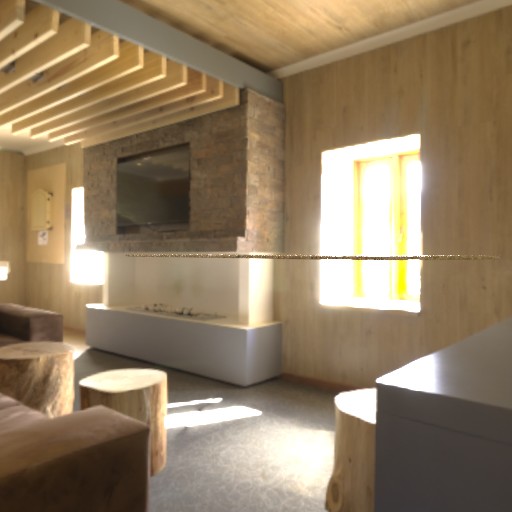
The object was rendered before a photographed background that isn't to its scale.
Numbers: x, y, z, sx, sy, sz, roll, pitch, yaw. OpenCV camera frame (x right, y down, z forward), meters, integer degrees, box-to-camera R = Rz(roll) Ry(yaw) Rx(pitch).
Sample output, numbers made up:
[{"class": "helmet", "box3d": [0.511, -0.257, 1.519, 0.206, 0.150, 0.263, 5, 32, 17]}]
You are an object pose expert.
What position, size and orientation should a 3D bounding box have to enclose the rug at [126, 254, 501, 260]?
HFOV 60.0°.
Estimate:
[{"class": "rug", "box3d": [0.000, 0.000, 2.436, 0.700, 0.014, 2.290, 0, 0, -35]}]
